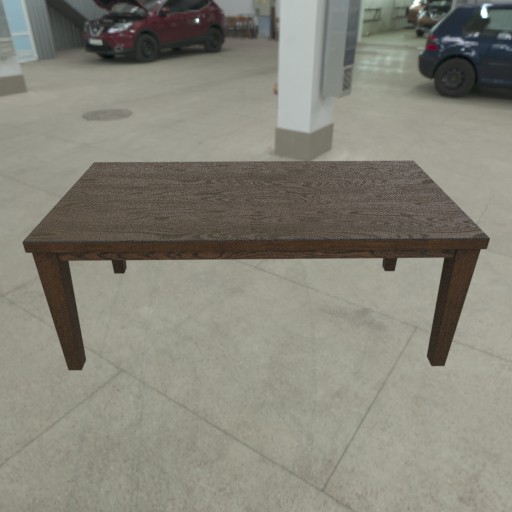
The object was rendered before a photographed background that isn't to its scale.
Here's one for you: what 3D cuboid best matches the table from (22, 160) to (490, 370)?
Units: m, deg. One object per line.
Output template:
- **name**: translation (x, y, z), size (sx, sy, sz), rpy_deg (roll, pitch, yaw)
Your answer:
- **table**: translation (0.000, 0.000, 2.503), size (1.981, 0.762, 1.016), rpy_deg (0, 31, -1)
